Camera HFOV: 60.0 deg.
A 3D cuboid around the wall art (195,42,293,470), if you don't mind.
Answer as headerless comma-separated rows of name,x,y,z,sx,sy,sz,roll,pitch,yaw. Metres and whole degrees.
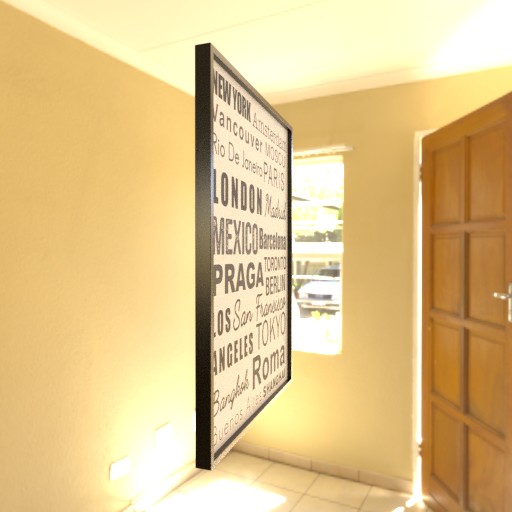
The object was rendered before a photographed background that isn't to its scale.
wall art,0.000,0.000,1.460,0.043,1.046,0.788,0,1,19
